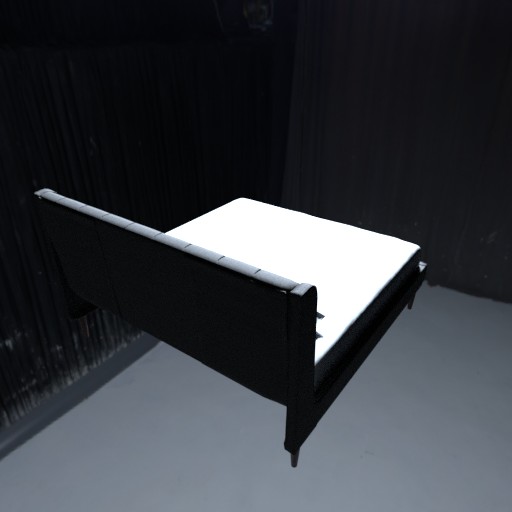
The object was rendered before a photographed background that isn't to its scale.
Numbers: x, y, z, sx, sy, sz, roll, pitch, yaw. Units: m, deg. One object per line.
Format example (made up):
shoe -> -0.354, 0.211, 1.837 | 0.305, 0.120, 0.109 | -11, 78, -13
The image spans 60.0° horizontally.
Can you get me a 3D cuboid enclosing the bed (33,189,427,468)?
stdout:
bed -> 0.000, 0.000, 2.563 | 1.531, 0.933, 1.638 | 19, 34, 31
